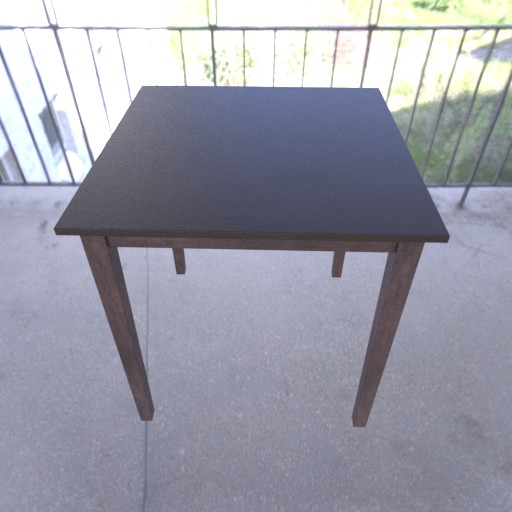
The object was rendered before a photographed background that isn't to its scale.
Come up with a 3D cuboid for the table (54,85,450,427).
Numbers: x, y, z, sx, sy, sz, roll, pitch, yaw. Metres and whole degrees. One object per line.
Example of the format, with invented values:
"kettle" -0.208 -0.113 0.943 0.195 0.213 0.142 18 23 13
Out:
"table" 0.000 0.000 1.370 0.749 0.770 0.749 1 41 1
